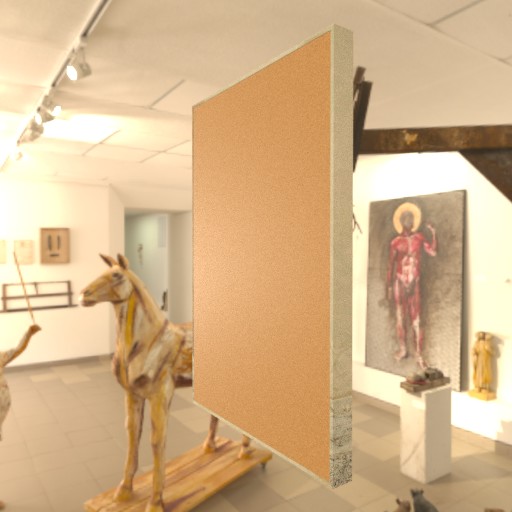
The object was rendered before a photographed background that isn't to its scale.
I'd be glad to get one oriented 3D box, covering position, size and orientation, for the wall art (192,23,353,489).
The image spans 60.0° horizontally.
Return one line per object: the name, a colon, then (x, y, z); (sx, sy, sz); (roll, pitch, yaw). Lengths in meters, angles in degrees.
wall art: (0.000, 0.000, 0.752); (0.036, 0.607, 0.403); (-1, 1, -35)
